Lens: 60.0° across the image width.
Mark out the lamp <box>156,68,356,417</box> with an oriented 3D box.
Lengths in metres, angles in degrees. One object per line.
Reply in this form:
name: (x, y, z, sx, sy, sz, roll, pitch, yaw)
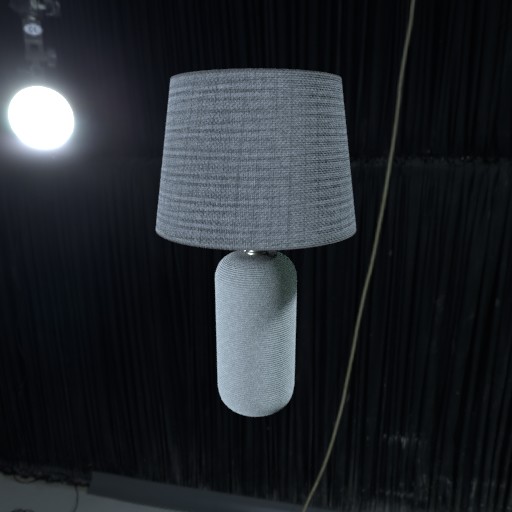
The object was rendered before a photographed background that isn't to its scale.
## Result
lamp: (0.000, 0.000, 0.579, 0.251, 0.429, 0.251, 0, 16, 0)
